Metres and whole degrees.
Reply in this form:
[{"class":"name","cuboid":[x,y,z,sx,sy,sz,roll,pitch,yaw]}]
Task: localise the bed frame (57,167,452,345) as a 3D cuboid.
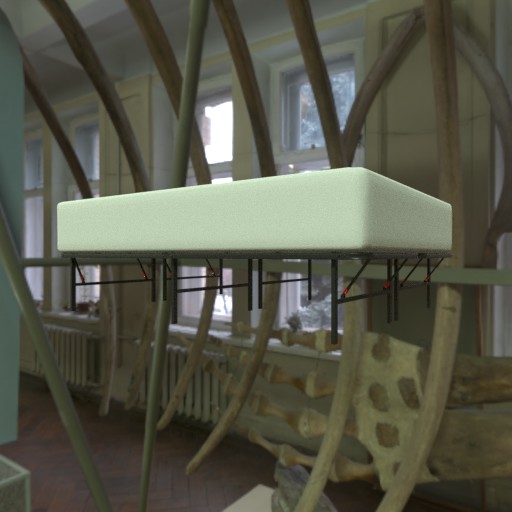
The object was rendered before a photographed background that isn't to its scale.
[{"class":"bed frame","cuboid":[0.000,0.000,2.804,2.037,0.677,1.528,0,0,35]}]
